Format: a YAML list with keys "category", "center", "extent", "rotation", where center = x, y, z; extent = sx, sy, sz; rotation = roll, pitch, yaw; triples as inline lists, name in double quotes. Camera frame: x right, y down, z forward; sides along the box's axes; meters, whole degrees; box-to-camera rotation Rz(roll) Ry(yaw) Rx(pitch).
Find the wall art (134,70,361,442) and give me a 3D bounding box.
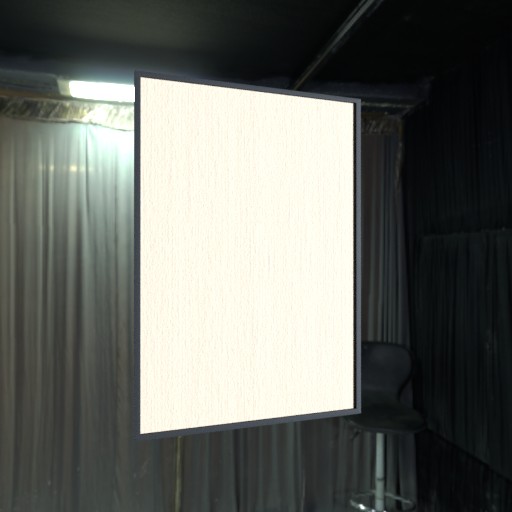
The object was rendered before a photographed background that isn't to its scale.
- category: "wall art"
  center: [0.000, 0.000, 0.861]
  extent: [0.457, 0.657, 0.013]
  rotation: [0, 0, -18]
